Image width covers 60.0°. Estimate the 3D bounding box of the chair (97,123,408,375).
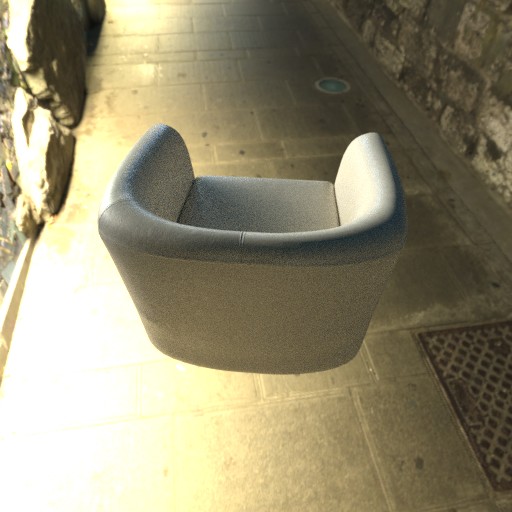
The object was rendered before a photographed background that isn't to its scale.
[{"bbox_3d":[0.000,0.000,1.398,0.792,0.756,0.727,4,45,3],"label":"chair"}]
